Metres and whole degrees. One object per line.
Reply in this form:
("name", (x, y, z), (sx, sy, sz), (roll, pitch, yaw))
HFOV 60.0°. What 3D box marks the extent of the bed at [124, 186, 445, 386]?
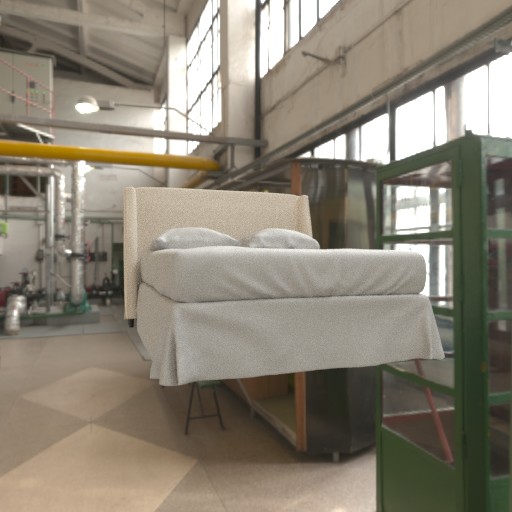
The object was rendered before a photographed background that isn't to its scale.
("bed", (0.000, 0.000, 3.534), (1.925, 1.332, 2.276), (0, 0, -19))
